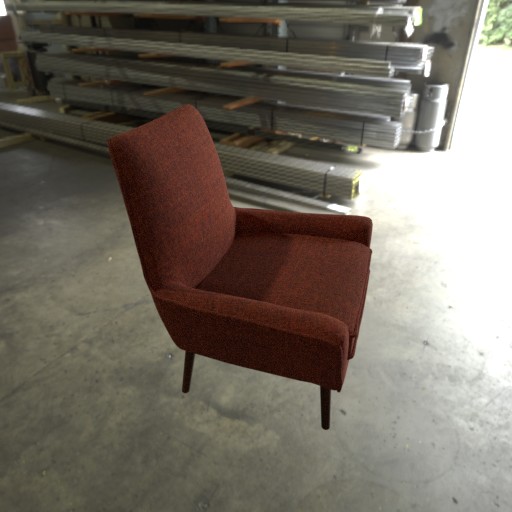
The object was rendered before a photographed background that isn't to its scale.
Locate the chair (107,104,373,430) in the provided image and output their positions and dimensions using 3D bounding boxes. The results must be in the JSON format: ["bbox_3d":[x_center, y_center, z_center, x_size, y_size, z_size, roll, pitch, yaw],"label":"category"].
[{"bbox_3d":[0.000,0.000,1.565,0.784,0.911,0.803,9,31,15],"label":"chair"}]
